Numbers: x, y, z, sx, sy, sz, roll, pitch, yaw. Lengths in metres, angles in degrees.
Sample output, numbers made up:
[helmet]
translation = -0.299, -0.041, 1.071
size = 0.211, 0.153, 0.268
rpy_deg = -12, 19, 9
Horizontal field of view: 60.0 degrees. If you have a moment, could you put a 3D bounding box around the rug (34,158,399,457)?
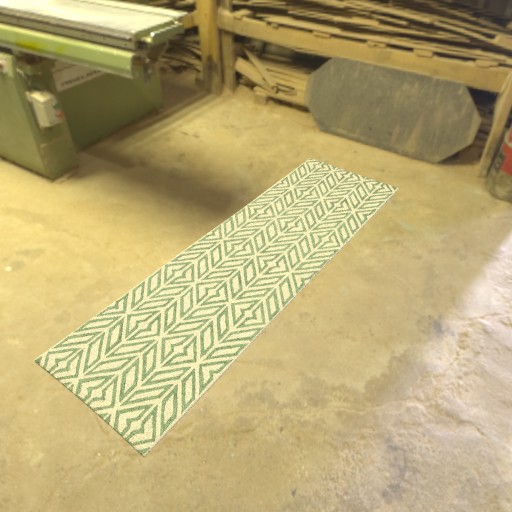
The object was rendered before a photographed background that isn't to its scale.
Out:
[rug]
translation = 0.000, 0.000, 2.624
size = 0.750, 0.009, 2.435
rpy_deg = 26, 47, 27
